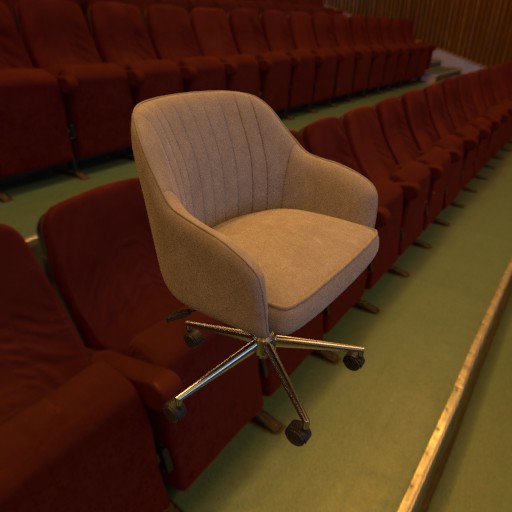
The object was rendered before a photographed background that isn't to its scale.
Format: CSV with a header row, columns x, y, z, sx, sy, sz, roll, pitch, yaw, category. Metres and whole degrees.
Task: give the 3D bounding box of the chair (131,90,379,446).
x,y,z,sx,sy,sz,roll,pitch,yaw,category
0.000,0.000,1.255,0.573,0.831,0.635,18,32,31,chair
